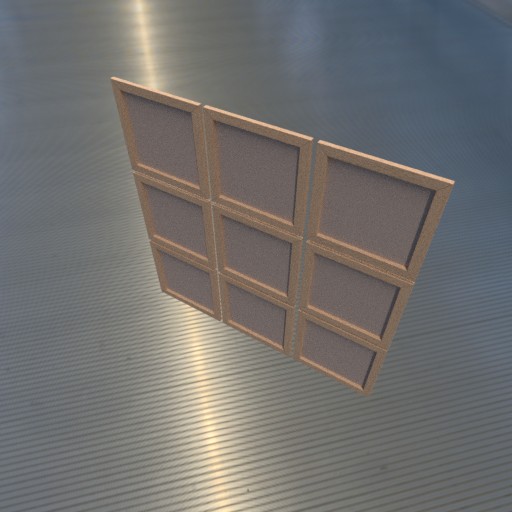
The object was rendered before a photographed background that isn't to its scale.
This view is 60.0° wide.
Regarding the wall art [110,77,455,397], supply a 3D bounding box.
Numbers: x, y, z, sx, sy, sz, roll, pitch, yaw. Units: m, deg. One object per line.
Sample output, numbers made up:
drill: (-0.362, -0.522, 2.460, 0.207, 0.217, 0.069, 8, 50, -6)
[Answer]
wall art: (0.000, 0.000, 1.370, 0.917, 0.910, 0.012, 23, 51, 21)
